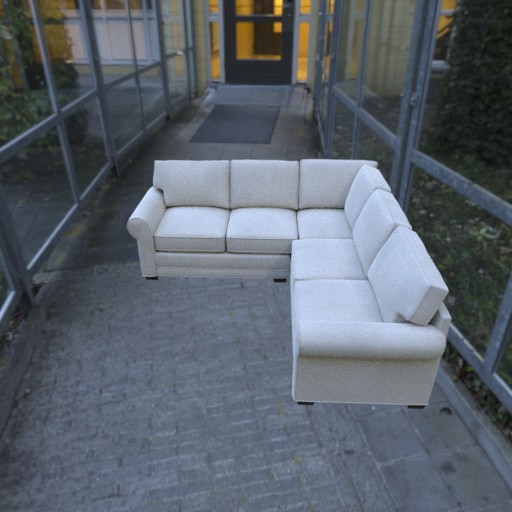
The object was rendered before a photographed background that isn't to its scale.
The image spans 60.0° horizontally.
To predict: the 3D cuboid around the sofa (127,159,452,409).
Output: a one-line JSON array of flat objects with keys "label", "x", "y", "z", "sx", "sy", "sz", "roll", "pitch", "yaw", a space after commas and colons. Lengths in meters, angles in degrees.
[{"label": "sofa", "x": 0.000, "y": 0.000, "z": 3.885, "sx": 2.487, "sy": 1.054, "sz": 2.569, "roll": 1, "pitch": 30, "yaw": 2}]
